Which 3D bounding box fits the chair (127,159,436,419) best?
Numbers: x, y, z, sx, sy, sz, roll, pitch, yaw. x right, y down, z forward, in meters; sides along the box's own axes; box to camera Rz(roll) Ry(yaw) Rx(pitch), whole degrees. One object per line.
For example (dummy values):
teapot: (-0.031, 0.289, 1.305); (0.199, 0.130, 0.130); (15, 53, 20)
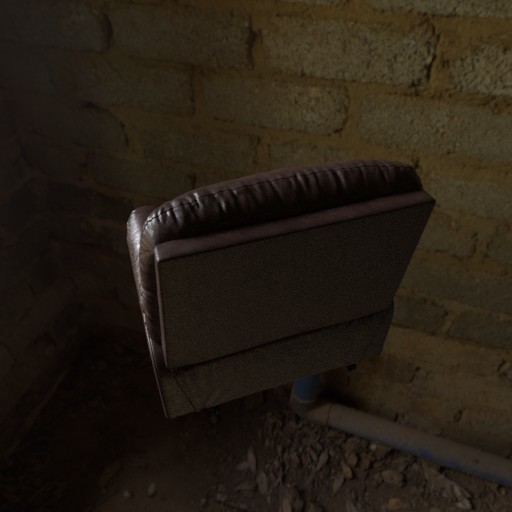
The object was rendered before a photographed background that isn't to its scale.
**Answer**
chair: (0.000, 0.000, 1.734); (0.940, 1.041, 0.879); (-13, 42, -14)
